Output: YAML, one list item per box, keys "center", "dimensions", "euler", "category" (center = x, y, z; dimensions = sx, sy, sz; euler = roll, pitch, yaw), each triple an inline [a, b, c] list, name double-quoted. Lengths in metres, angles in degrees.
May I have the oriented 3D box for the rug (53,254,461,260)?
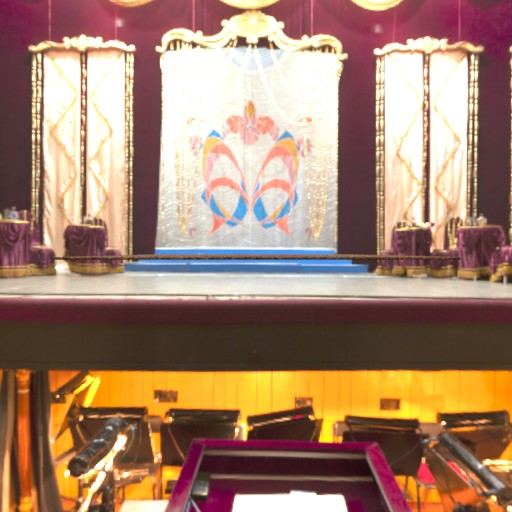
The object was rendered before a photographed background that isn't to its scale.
- center: [0.000, 0.000, 4.230]
  dimensions: [2.448, 0.017, 3.204]
  euler: [0, 1, 0]
  category: "rug"
